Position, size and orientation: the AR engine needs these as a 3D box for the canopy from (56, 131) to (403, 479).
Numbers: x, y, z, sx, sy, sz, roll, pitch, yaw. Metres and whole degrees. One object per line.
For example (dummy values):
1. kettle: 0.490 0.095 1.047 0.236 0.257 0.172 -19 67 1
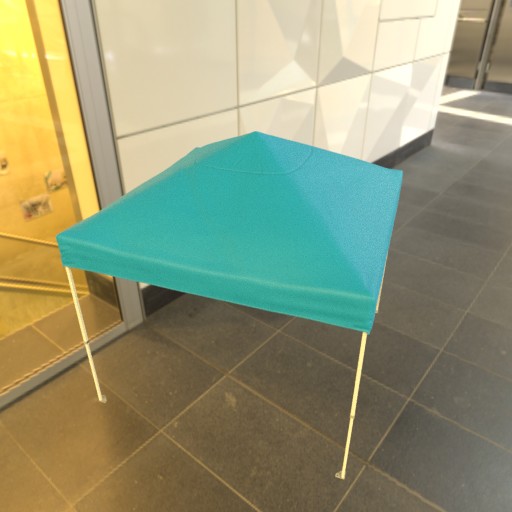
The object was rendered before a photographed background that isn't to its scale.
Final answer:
1. canopy: 0.000 0.000 5.341 2.996 2.997 2.998 10 32 17
